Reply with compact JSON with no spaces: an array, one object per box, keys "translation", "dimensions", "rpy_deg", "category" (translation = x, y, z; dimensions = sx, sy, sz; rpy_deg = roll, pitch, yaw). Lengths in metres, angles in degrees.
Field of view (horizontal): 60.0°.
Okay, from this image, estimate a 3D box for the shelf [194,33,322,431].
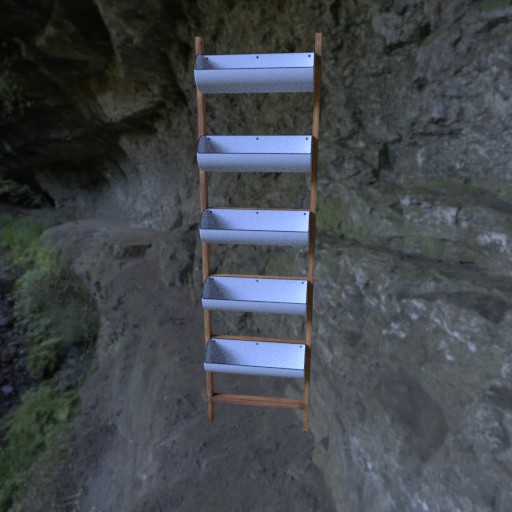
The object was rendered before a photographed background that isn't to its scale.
[{"translation":[0.000,0.000,1.741],"dimensions":[0.454,1.600,0.141],"rpy_deg":[2,15,8],"category":"shelf"}]
